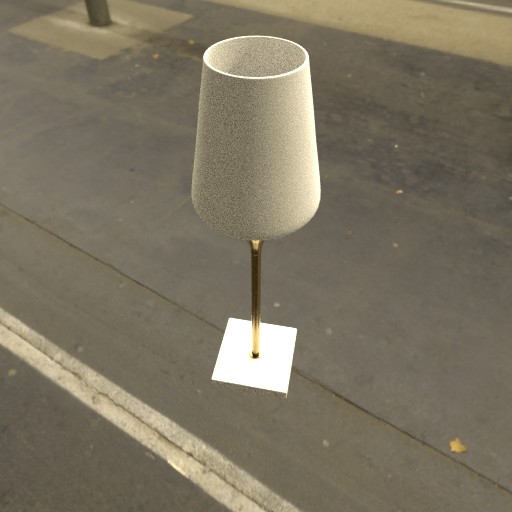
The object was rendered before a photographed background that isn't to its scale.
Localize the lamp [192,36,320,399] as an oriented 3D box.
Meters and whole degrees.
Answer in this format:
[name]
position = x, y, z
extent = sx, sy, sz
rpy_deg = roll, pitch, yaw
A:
[lamp]
position = 0.000, 0.000, 0.720
extent = 0.181, 0.639, 0.181
rpy_deg = 8, 47, 8
